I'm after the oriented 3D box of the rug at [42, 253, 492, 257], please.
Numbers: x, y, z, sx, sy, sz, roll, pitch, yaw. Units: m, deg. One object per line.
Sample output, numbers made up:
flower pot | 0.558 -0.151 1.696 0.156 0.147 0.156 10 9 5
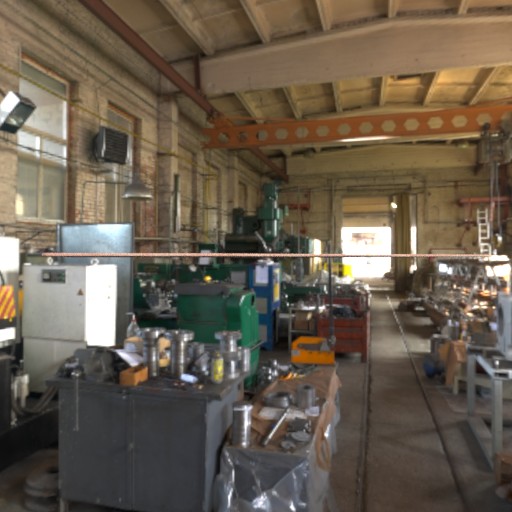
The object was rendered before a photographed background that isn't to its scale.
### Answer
rug | 0.000 0.000 2.943 2.390 0.015 1.609 0 0 -18
